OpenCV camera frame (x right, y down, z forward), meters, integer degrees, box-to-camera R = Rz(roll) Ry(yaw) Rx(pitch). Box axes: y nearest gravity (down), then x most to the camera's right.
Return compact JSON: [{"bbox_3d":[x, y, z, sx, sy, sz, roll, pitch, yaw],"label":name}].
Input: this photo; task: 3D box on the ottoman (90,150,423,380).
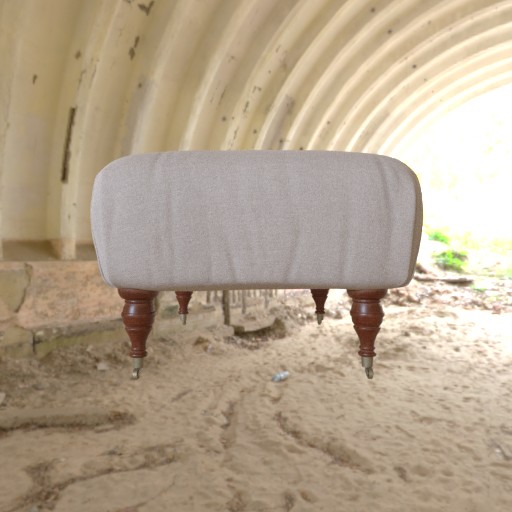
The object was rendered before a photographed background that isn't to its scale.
[{"bbox_3d":[0.000,0.000,1.126,0.622,0.450,0.746,0,1,-1],"label":"ottoman"}]
